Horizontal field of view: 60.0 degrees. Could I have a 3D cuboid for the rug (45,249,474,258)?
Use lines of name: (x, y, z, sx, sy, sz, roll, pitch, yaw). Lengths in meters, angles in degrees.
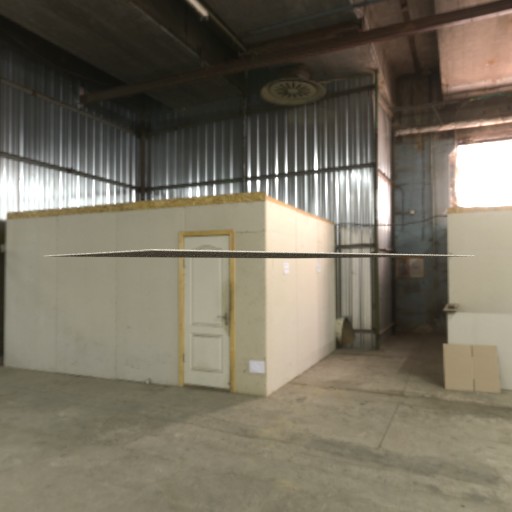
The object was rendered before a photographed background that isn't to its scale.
rug: (0.000, 0.000, 3.997, 3.045, 0.008, 2.421, 1, -1, -37)
